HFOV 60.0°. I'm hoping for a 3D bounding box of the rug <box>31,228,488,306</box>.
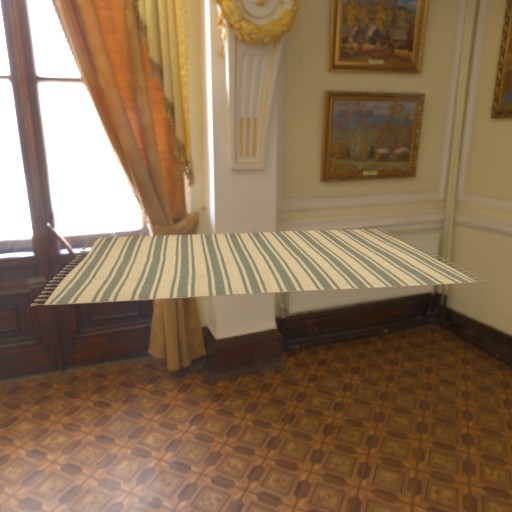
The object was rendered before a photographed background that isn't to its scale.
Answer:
[{"bbox_3d":[0.000,0.000,2.548,2.084,0.009,1.222,-2,16,-8],"label":"rug"}]
